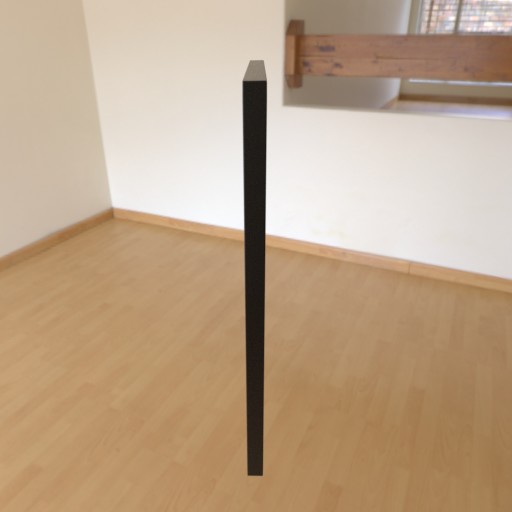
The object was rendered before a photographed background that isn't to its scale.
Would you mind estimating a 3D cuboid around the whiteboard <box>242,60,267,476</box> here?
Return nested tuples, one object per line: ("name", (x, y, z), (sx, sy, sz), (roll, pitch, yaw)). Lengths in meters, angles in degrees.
("whiteboard", (0.000, 0.000, 0.777), (0.026, 0.611, 0.406), (0, 27, 0))
